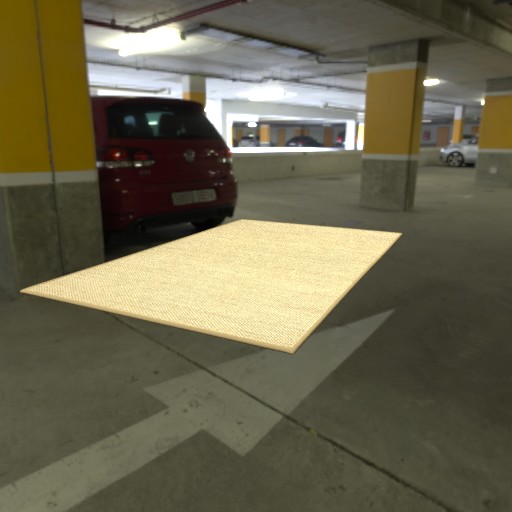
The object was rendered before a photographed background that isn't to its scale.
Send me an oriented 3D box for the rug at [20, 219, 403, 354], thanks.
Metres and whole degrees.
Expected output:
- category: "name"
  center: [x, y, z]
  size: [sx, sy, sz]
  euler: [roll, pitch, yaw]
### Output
- category: "rug"
  center: [0.000, 0.000, 2.075]
  size: [1.062, 0.013, 1.667]
  euler: [7, 16, 26]
